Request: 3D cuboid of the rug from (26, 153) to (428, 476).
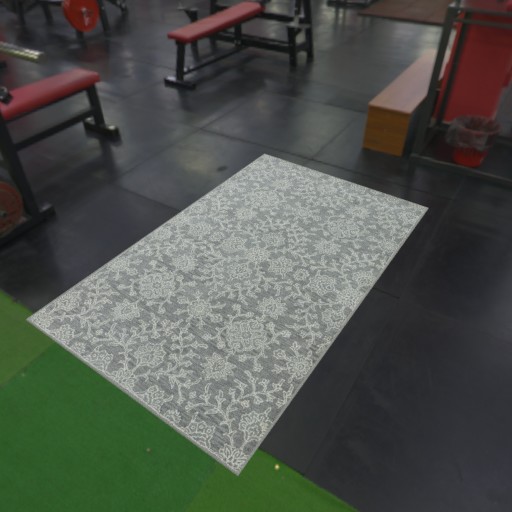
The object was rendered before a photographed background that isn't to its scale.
[{"bbox_3d":[0.000,0.000,2.962,1.515,0.010,2.430,25,46,26],"label":"rug"}]
